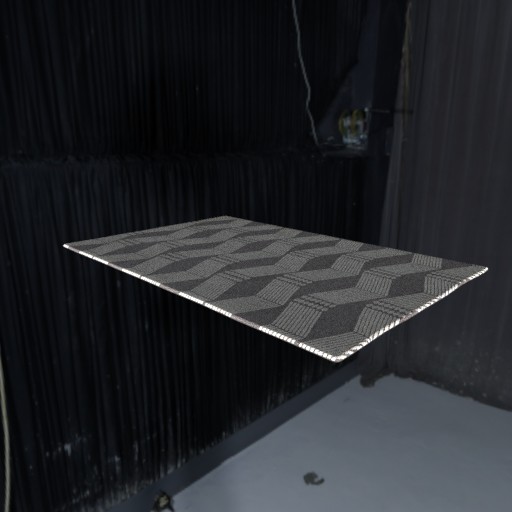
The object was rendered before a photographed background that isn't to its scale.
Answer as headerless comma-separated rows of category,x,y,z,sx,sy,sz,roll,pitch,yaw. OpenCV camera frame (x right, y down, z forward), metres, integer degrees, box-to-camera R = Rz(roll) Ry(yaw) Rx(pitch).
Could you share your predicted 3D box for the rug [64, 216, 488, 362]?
rug,0.000,0.000,2.256,1.833,0.016,1.210,15,22,43
